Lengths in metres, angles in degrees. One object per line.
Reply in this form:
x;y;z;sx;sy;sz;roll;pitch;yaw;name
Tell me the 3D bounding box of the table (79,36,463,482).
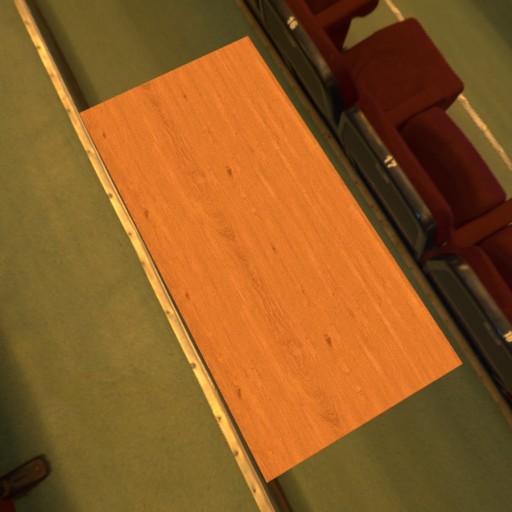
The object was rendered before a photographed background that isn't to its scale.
0.000;0.000;1.180;0.450;0.452;0.899;-28;77;-7;table
